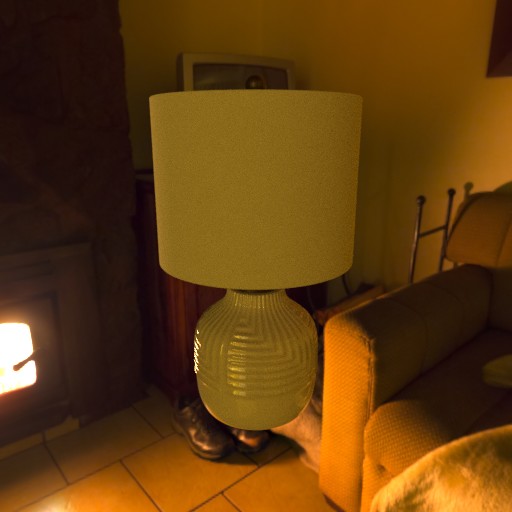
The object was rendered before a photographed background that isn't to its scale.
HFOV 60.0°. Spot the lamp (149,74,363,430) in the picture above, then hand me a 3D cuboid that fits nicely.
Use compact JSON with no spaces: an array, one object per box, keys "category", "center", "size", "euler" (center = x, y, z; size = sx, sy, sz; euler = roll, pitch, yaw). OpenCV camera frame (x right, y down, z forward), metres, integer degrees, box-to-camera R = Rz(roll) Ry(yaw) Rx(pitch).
[{"category":"lamp","center":[0.000,0.000,0.744],"size":[0.318,0.567,0.318],"euler":[0,16,0]}]
